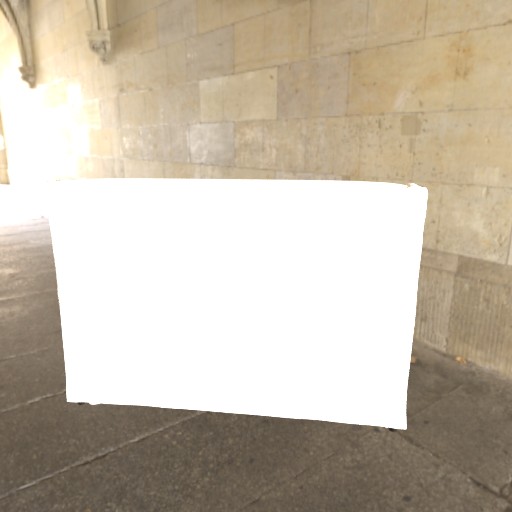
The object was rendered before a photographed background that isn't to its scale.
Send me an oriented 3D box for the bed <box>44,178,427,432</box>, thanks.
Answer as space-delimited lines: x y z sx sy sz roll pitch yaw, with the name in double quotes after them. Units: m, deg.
0.000 0.000 3.385 1.925 1.332 2.276 2 15 8 "bed"
